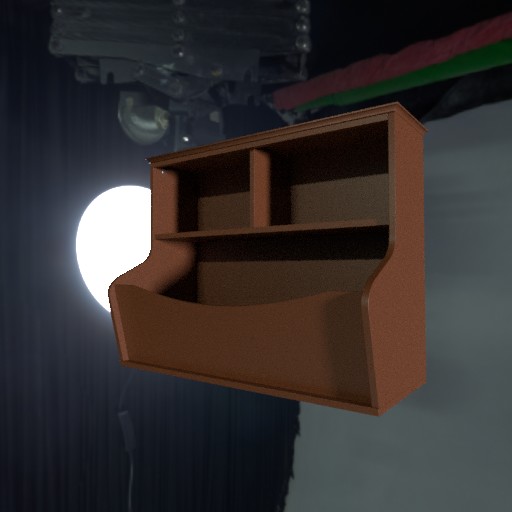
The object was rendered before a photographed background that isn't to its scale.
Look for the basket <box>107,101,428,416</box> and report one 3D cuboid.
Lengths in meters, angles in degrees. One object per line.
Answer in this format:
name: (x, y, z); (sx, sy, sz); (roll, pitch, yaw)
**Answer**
basket: (0.000, 0.000, 1.180); (0.792, 0.625, 0.376); (-1, -2, 36)
